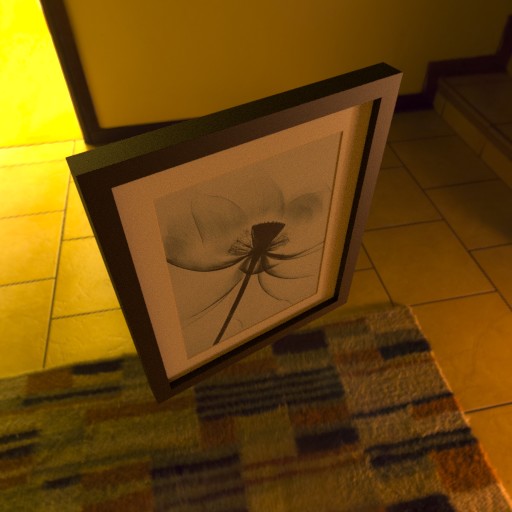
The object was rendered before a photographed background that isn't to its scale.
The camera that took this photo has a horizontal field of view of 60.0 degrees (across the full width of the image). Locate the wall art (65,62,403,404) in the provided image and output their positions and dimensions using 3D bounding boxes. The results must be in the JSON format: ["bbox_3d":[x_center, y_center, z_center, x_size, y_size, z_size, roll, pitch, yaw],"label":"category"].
[{"bbox_3d":[0.000,0.000,0.533,0.330,0.381,0.029,-24,51,-21],"label":"wall art"}]
